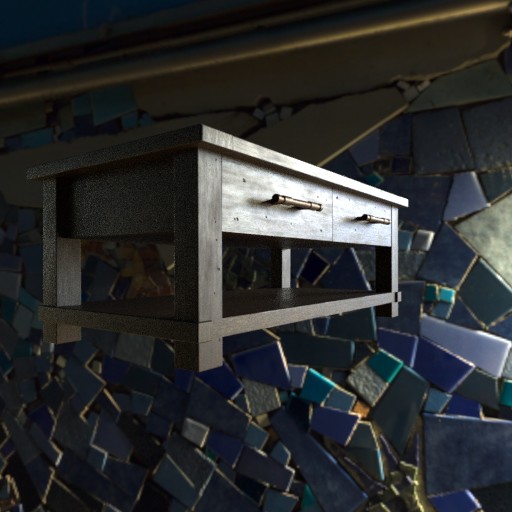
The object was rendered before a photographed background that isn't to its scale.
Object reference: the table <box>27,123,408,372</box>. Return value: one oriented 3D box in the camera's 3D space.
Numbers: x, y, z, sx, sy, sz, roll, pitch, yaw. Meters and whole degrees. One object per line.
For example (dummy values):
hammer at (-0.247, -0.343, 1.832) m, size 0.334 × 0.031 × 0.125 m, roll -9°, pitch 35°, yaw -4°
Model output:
table at (0.000, 0.000, 1.565) m, size 0.700 × 0.494 × 1.270 m, roll -1°, pitch -1°, yaw 36°
